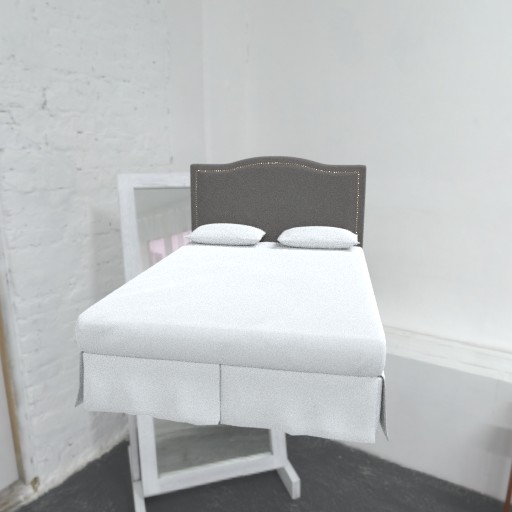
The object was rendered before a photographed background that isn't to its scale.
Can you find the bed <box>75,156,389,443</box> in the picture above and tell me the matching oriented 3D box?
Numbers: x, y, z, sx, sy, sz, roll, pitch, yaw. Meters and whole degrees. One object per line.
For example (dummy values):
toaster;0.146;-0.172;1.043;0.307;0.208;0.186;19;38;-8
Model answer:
bed;0.000;0.000;3.372;1.821;1.436;2.282;2;14;10
